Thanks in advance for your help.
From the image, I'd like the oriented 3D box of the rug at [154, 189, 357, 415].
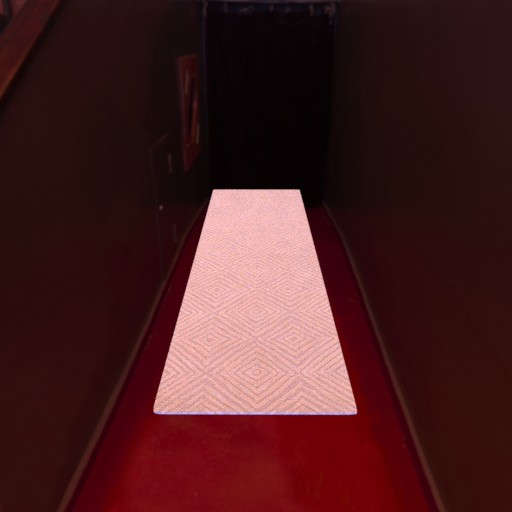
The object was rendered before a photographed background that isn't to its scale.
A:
[{"bbox_3d":[0.000,0.000,2.470,0.676,0.008,2.277,0,27,0],"label":"rug"}]
